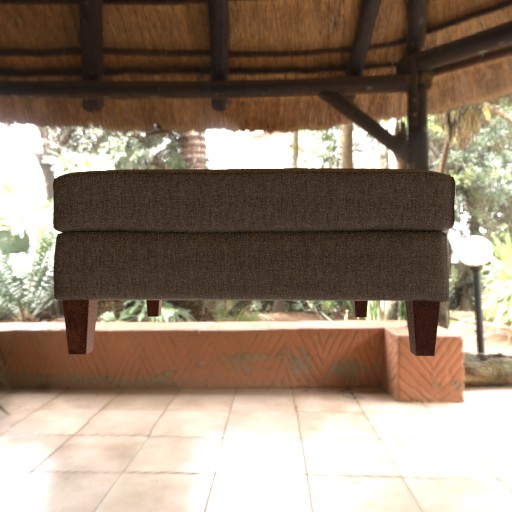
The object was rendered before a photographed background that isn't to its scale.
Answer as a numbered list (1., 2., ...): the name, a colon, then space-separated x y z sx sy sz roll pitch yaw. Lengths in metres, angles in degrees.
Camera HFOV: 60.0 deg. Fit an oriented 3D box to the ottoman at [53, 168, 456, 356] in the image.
1. ottoman: 0.000 0.000 1.466 0.994 0.492 0.839 0 -1 1
